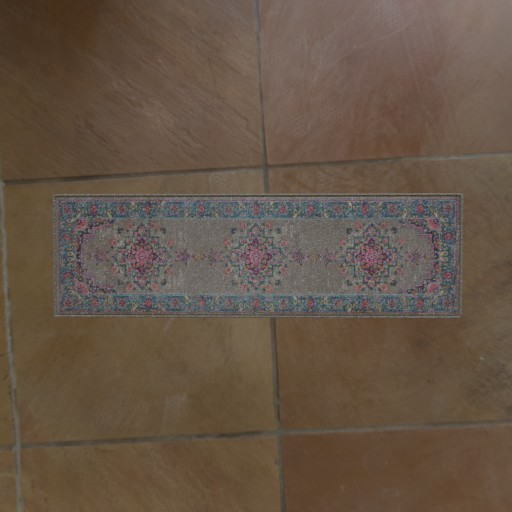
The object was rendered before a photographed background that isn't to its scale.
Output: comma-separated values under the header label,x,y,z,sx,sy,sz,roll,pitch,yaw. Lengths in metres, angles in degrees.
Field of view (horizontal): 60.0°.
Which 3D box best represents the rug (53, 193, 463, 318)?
label,x,y,z,sx,sy,sz,roll,pitch,yaw
rug,0.000,0.000,1.978,1.827,0.012,0.553,0,91,1
